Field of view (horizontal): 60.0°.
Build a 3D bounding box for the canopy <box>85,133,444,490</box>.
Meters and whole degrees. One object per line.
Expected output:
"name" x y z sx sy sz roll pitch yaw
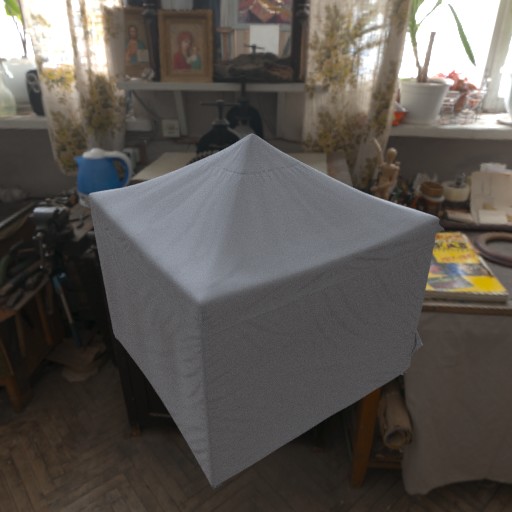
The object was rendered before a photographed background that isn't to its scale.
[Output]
"canopy" 0.000 0.000 5.454 3.121 2.997 3.043 -18 33 -30
